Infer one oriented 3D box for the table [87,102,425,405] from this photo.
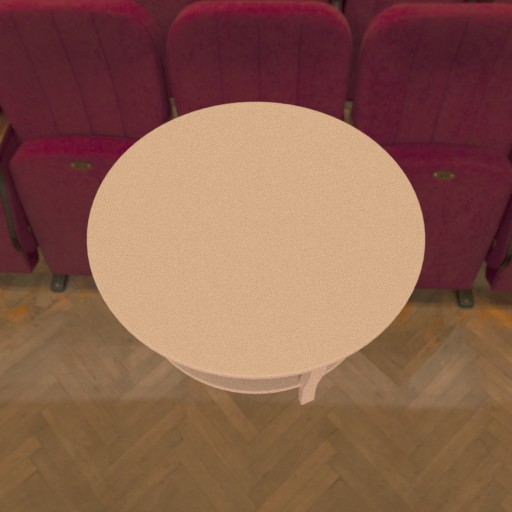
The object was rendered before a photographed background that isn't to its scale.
[{"bbox_3d":[0.000,0.000,1.408,0.910,0.457,0.910,0,58,0],"label":"table"}]
